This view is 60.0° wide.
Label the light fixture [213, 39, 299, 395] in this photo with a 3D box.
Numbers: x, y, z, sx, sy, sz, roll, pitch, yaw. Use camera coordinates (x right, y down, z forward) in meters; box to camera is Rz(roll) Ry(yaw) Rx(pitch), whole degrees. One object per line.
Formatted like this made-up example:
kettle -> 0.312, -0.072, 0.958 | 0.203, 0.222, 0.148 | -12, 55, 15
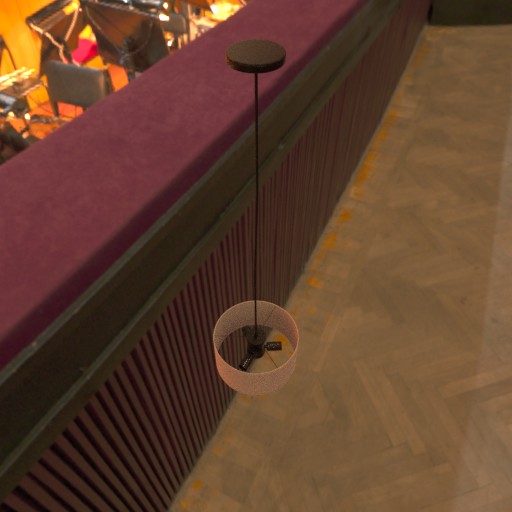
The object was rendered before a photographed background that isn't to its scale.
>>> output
light fixture -> 0.000, 0.000, 1.667 | 0.399, 1.516, 0.399 | 0, 48, 0
